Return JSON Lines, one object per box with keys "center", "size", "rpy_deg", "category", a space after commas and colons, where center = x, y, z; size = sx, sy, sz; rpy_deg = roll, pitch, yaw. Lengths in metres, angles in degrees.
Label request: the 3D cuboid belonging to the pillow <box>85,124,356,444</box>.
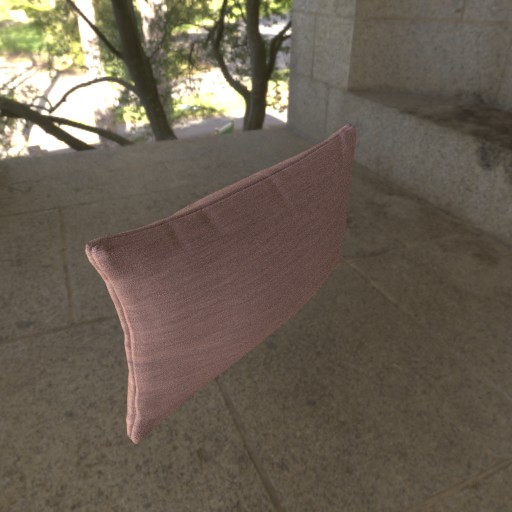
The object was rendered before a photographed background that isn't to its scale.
{"center": [0.000, 0.000, 0.788], "size": [0.210, 0.338, 0.633], "rpy_deg": [22, 38, 31], "category": "pillow"}
